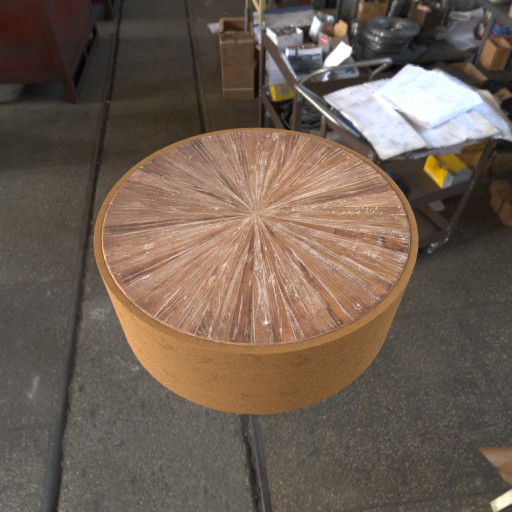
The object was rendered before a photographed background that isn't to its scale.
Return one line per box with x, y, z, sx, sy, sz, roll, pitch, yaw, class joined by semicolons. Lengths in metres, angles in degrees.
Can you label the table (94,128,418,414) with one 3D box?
0.000;0.000;1.554;1.001;0.409;1.001;0;48;0;table
